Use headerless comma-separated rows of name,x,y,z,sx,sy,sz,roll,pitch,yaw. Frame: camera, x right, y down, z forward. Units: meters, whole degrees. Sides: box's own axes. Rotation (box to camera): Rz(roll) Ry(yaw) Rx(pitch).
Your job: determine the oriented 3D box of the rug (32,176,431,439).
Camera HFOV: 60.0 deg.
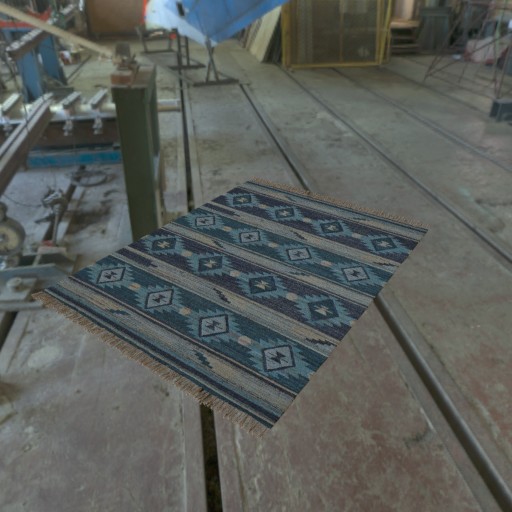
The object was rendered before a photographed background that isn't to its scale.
rug,0.000,0.000,4.334,2.418,0.047,3.307,21,38,29
